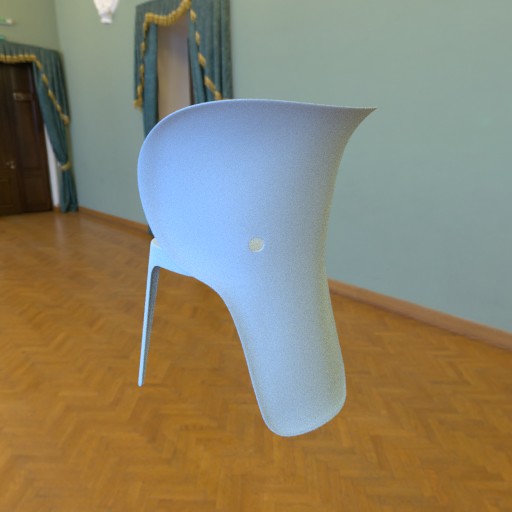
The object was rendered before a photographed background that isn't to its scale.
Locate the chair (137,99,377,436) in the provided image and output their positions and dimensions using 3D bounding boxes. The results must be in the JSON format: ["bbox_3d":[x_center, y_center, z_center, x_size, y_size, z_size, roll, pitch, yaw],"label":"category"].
[{"bbox_3d":[0.000,0.000,0.869,0.451,0.554,0.402,-15,22,-42],"label":"chair"}]
